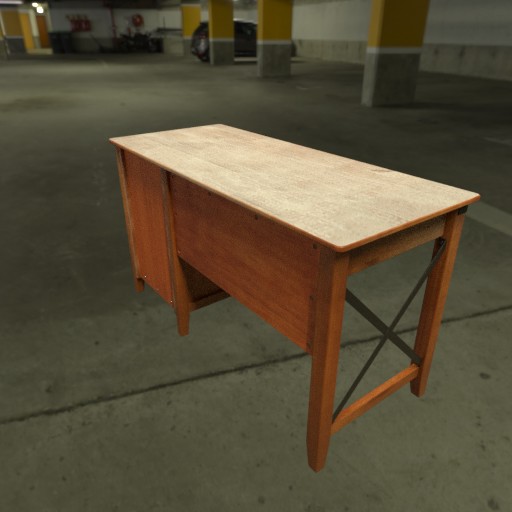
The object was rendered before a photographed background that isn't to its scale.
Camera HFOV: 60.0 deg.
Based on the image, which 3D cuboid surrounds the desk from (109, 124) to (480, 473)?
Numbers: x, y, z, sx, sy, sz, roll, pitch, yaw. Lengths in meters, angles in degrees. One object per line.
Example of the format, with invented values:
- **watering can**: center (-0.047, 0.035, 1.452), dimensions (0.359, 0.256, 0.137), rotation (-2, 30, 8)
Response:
- **desk**: center (0.000, 0.000, 1.740), dimensions (0.574, 0.756, 1.353), rotation (-19, 32, -33)
